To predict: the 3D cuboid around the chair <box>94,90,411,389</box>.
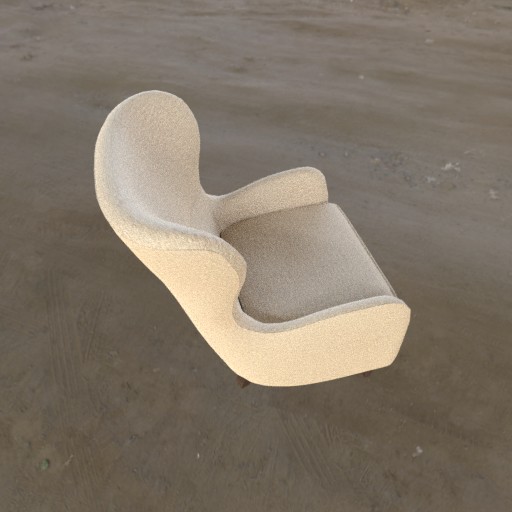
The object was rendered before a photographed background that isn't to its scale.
[{"bbox_3d":[0.000,0.000,1.735,0.984,1.064,0.861,-11,46,-11],"label":"chair"}]
